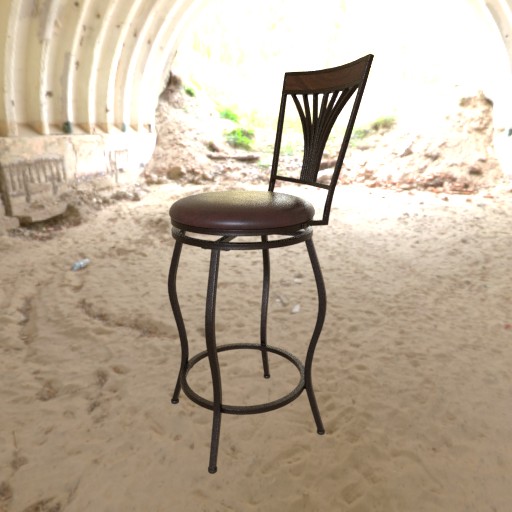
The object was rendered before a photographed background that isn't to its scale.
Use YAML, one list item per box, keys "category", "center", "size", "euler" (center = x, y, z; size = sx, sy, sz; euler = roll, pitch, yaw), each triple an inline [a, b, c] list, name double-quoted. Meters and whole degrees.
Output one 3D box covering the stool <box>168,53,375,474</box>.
- category: "stool"
  center: [0.000, 0.000, 1.363]
  size: [0.514, 1.117, 0.433]
  euler: [-8, 18, -25]
